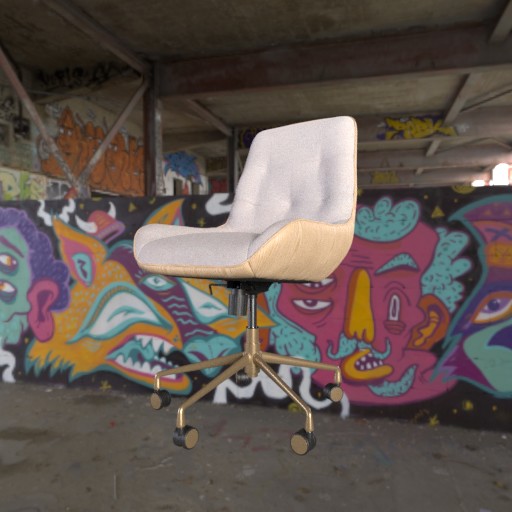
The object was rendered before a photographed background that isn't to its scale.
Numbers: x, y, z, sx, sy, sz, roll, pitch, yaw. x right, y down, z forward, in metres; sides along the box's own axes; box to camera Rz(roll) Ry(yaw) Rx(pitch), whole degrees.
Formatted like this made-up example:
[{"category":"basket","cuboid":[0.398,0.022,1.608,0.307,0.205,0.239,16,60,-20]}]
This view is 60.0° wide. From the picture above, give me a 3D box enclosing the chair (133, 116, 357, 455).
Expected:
[{"category":"chair","cuboid":[0.000,0.000,1.354,0.564,0.952,0.668,1,1,36]}]
